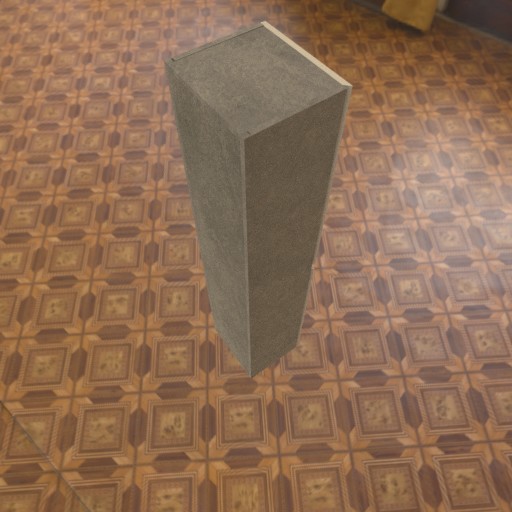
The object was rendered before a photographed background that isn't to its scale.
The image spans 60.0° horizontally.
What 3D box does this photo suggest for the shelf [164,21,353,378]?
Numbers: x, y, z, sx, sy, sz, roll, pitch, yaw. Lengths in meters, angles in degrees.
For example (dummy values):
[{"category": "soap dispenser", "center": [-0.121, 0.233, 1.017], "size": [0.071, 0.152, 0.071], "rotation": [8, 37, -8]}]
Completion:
[{"category": "shelf", "center": [0.000, 0.000, 1.512], "size": [0.270, 1.400, 0.300], "rotation": [-31, 62, -19]}]
